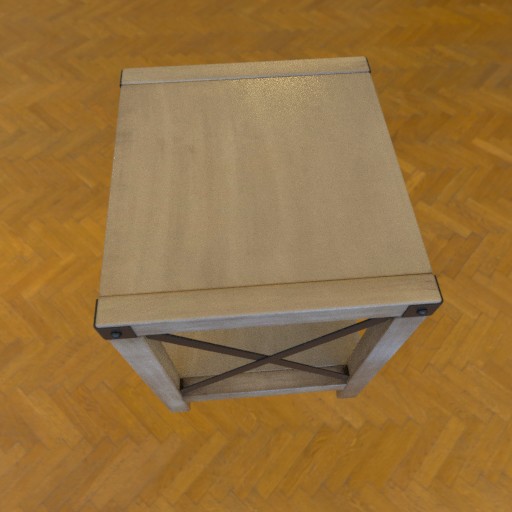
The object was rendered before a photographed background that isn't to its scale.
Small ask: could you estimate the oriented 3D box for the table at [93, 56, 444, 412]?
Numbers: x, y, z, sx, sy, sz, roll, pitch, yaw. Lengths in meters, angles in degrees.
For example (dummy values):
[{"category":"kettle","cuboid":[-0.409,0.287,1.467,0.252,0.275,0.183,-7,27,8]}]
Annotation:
[{"category":"table","cuboid":[0.000,0.000,0.923,0.459,0.561,0.510,-4,60,-2]}]
